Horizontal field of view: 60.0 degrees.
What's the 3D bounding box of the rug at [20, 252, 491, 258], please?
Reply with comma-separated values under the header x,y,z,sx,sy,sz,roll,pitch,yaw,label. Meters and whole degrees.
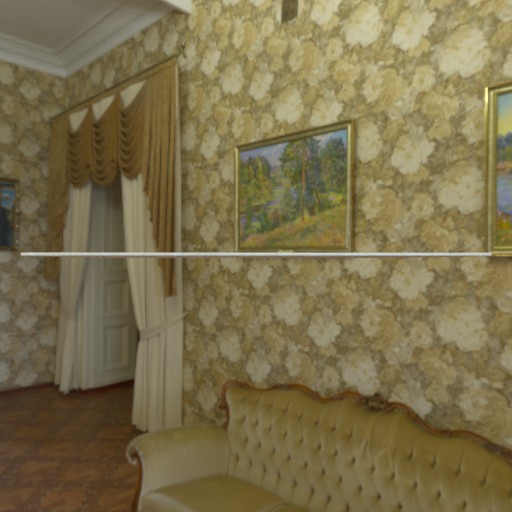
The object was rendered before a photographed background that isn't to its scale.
x,y,z,sx,sy,sz,roll,pitch,yaw,label
0.000,0.000,2.340,1.848,0.014,1.238,0,-1,-2,rug
